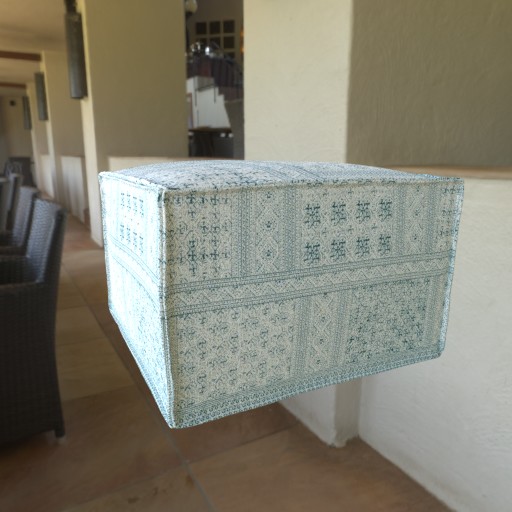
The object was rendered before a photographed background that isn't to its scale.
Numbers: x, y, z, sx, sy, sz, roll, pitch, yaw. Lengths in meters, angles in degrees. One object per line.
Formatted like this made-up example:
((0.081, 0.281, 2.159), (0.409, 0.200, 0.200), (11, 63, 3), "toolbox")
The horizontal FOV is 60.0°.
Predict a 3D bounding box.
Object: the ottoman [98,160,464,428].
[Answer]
((0.000, 0.000, 1.043), (0.617, 0.439, 0.626), (-6, 14, -26), "ottoman")
